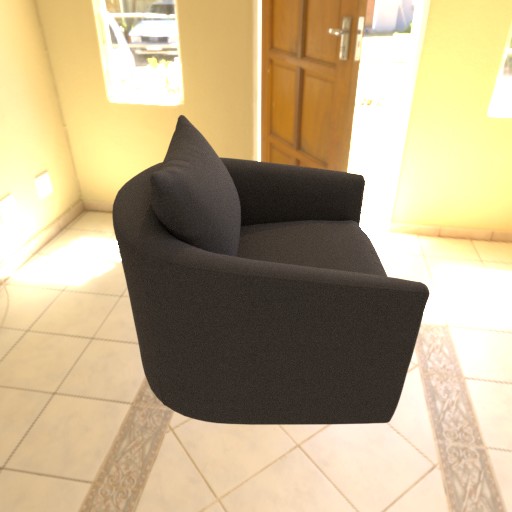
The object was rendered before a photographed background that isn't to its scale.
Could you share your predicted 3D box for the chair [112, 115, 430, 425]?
[{"bbox_3d":[0.000,0.000,1.572,0.910,0.848,0.845,0,32,0],"label":"chair"}]
